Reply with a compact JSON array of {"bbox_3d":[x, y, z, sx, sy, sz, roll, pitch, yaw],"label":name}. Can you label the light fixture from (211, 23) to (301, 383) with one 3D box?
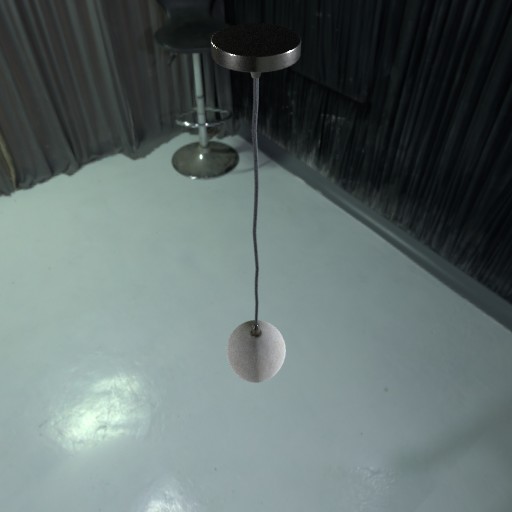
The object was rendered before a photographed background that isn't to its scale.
[{"bbox_3d":[0.000,0.000,0.818,0.139,0.764,0.139,-32,54,-28],"label":"light fixture"}]
